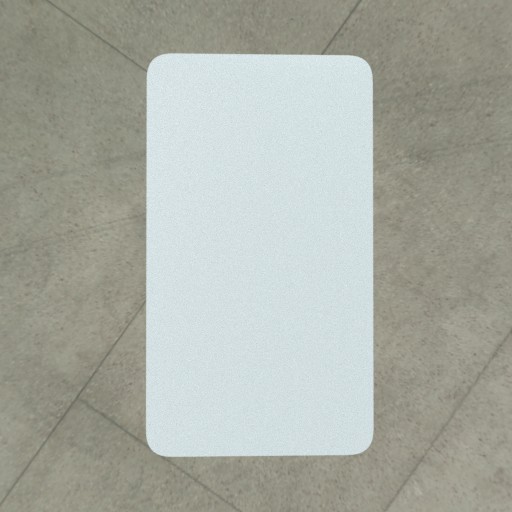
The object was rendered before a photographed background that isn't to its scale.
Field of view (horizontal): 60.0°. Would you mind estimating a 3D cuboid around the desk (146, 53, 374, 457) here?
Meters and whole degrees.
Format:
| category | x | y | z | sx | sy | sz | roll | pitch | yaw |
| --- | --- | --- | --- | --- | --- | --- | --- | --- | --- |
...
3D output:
| category | x | y | z | sx | sy | sz | roll | pitch | yaw |
| --- | --- | --- | --- | --- | --- | --- | --- | --- | --- |
| desk | 0.000 | 0.000 | 1.251 | 0.446 | 0.760 | 0.790 | 0 | 90 | -1 |
